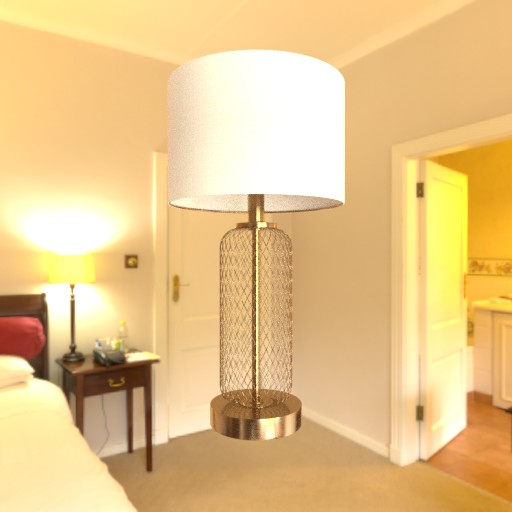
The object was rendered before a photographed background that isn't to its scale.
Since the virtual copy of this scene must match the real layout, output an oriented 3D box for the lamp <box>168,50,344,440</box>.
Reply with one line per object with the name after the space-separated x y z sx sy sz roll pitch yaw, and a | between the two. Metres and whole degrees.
0.000 0.000 0.644 0.252 0.483 0.252 0 0 18 | lamp
